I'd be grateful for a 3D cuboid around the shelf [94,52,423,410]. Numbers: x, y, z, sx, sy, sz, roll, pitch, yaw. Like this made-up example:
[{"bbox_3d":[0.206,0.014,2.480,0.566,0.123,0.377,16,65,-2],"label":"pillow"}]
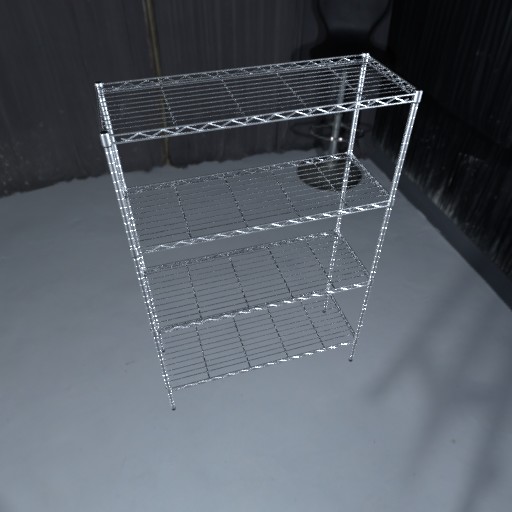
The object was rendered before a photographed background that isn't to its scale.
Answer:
[{"bbox_3d":[0.000,0.000,1.762,0.907,1.360,0.352,-12,44,-12],"label":"shelf"}]
